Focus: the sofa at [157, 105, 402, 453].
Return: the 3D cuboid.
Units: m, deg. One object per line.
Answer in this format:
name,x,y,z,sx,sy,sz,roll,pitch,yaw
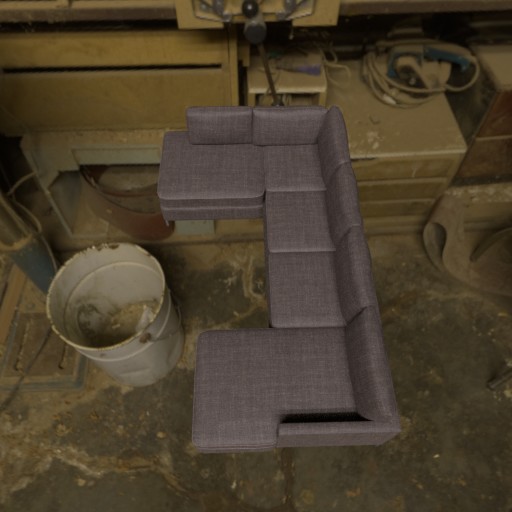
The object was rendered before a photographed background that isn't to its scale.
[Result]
sofa,0.000,0.000,4.294,2.048,0.999,3.423,-1,59,-1
